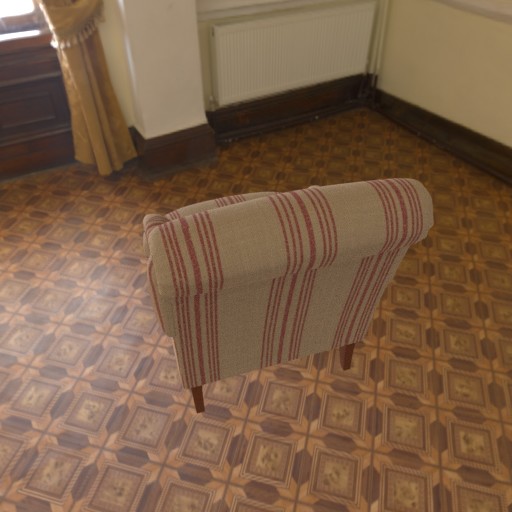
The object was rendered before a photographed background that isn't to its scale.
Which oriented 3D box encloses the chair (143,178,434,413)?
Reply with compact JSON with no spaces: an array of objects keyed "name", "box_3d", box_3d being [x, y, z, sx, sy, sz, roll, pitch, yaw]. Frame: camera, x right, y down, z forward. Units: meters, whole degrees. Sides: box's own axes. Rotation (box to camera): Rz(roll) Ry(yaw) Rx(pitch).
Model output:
[{"name":"chair","box_3d":[0.000,0.000,1.936,0.933,1.123,1.058,-12,43,-13]}]
